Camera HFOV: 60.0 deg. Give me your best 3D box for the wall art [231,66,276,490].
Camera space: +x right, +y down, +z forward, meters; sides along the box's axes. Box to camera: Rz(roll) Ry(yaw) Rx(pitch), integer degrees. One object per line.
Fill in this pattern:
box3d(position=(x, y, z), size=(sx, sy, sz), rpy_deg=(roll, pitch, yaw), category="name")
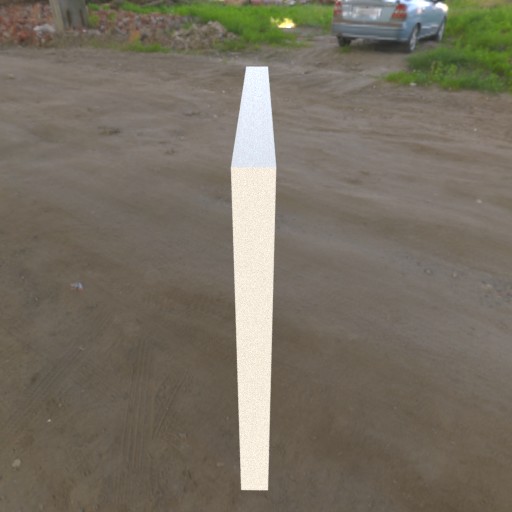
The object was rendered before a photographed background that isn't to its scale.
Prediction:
box3d(position=(0.000, 0.000, 0.445), size=(0.024, 0.304, 0.304), rpy_deg=(0, 32, 0), category="wall art")
